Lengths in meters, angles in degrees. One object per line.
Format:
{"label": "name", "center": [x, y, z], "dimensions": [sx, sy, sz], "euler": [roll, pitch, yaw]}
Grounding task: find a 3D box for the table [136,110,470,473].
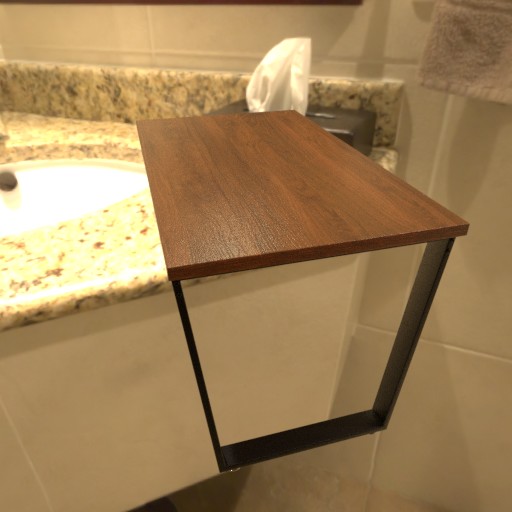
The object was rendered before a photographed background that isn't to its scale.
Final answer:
{"label": "table", "center": [0.000, 0.000, 1.660], "dimensions": [0.714, 0.760, 1.205], "euler": [-8, 32, -14]}
